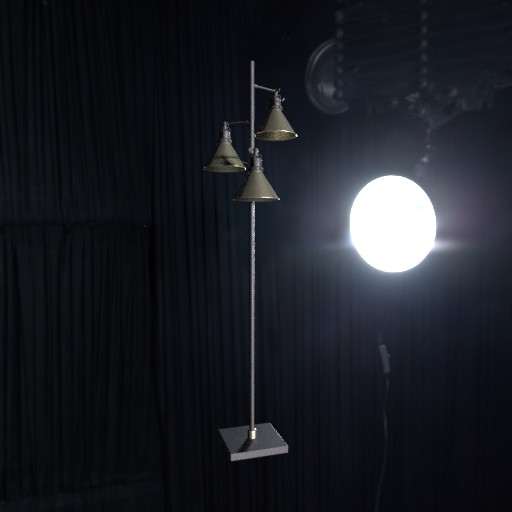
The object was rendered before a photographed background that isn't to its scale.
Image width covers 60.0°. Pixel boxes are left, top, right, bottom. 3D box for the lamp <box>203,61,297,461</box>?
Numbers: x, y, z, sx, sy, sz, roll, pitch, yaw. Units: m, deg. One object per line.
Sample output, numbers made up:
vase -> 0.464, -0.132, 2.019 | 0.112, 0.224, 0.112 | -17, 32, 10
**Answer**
lamp -> 0.000, 0.000, 1.969 | 0.428, 1.716, 0.415 | -1, 2, -17
